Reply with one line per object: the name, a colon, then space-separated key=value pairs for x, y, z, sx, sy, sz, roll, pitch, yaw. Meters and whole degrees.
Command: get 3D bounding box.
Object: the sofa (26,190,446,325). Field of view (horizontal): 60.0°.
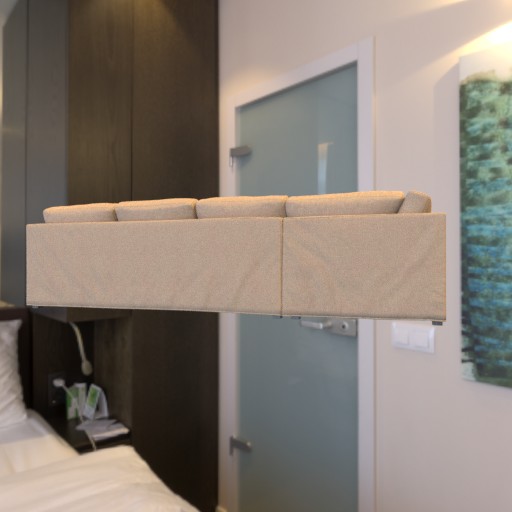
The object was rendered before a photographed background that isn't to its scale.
sofa: x=0.000 y=0.000 z=4.275 sx=3.182 sy=0.871 sz=2.432 roll=0 pitch=0 yaw=18
